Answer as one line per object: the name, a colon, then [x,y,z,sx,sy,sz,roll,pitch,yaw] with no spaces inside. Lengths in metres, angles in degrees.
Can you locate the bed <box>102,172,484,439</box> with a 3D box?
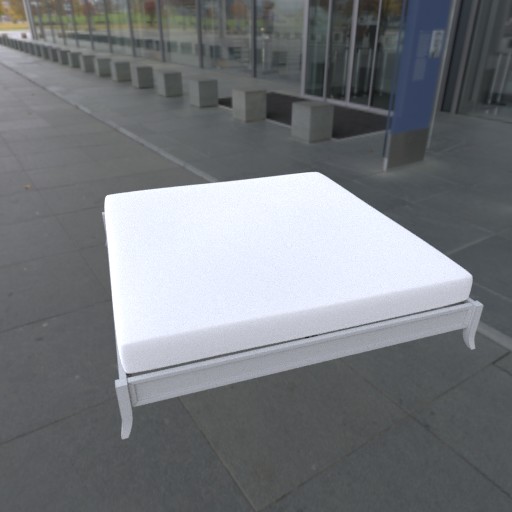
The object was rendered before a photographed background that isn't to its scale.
bed: [0.000,0.000,3.079,2.007,0.510,2.108,-9,29,-16]
